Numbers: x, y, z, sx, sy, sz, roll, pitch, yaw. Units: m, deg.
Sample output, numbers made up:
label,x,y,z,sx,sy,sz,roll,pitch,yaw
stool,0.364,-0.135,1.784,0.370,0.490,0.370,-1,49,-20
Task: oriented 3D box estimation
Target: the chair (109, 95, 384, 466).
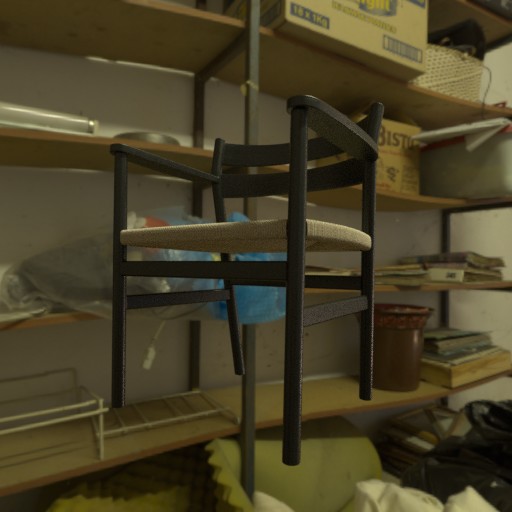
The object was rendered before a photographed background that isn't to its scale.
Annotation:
label,x,y,z,sx,sy,sz,roll,pitch,yaw
chair,0.000,0.000,1.164,0.630,0.775,0.508,0,-1,37
